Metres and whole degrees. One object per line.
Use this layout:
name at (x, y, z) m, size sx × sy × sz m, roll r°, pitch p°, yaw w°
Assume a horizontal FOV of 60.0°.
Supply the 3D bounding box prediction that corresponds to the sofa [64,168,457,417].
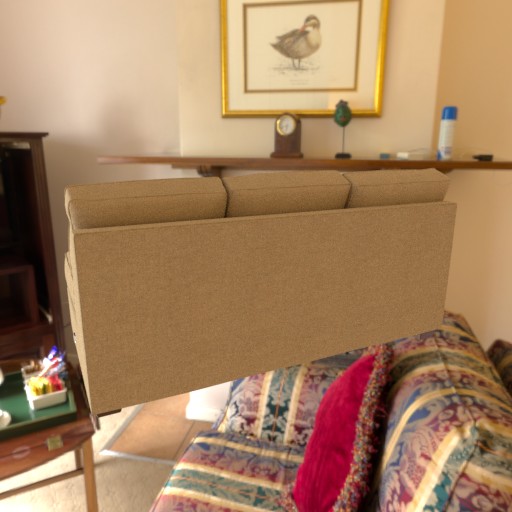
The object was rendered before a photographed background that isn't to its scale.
sofa at (0.000, 0.000, 2.664) m, size 2.092 × 1.036 × 1.127 m, roll -7°, pitch 16°, yaw -26°
